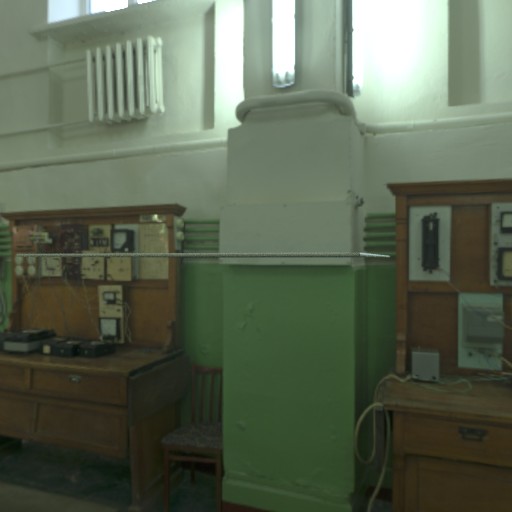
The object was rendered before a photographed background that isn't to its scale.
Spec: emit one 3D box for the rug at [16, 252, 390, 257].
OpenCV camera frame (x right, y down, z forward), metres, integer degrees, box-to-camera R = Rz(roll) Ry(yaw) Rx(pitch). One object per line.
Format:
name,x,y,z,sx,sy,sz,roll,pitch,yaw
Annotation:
rug,0.000,0.000,2.812,1.532,0.017,2.244,0,0,19
